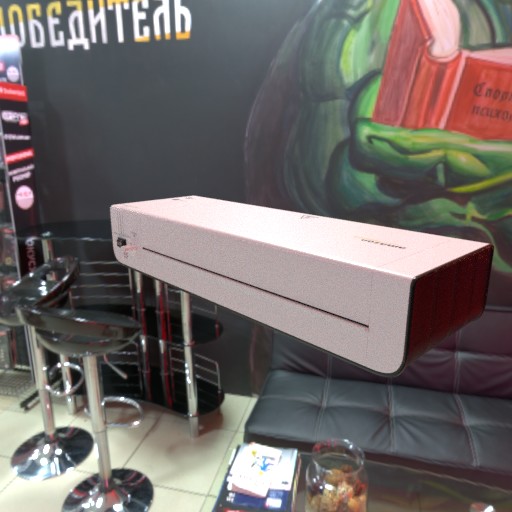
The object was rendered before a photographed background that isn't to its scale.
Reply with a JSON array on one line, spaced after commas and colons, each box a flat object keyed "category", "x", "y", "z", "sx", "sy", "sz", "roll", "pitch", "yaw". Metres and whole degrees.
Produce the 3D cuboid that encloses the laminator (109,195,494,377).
[{"category": "laminator", "x": 0.000, "y": 0.000, "z": 0.385, "sx": 0.123, "sy": 0.062, "sz": 0.340, "roll": -14, "pitch": 21, "yaw": -42}]
